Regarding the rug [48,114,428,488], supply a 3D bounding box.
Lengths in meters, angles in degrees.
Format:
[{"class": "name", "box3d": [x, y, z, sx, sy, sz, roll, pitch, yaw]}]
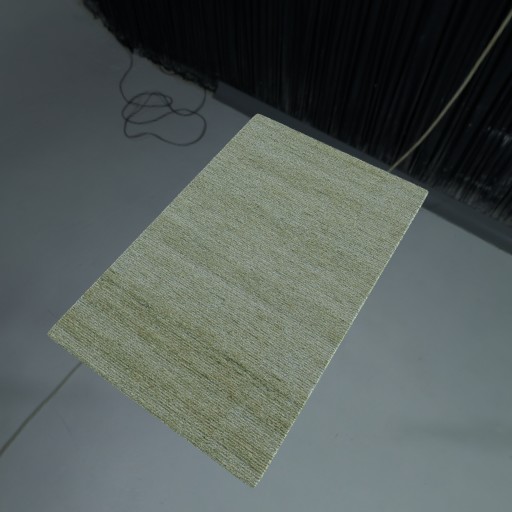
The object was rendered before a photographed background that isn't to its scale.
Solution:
[{"class": "rug", "box3d": [0.000, 0.000, 2.239, 1.143, 0.010, 1.758, 29, 63, 17]}]
